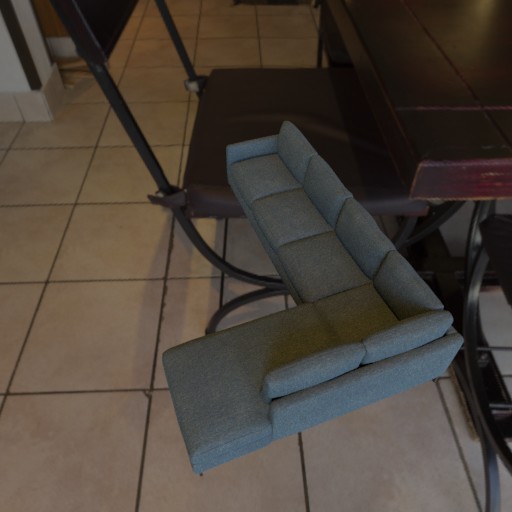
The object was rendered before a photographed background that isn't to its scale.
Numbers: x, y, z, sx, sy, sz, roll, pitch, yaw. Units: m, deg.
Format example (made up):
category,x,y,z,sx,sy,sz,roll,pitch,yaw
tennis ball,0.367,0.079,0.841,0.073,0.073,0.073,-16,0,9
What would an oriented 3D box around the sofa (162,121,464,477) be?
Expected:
category,x,y,z,sx,sy,sz,roll,pitch,yaw
sofa,0.000,0.000,3.885,2.007,0.815,2.949,-16,49,-14
